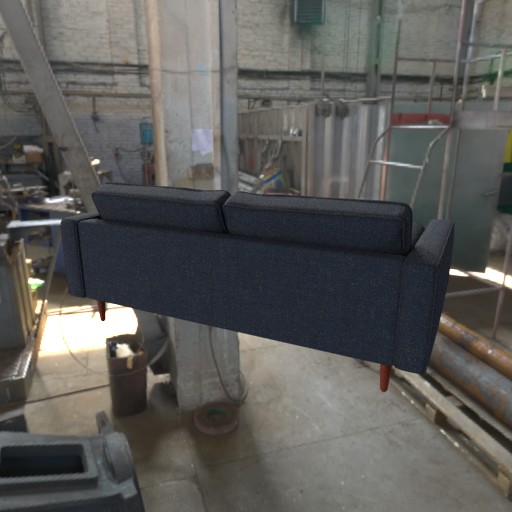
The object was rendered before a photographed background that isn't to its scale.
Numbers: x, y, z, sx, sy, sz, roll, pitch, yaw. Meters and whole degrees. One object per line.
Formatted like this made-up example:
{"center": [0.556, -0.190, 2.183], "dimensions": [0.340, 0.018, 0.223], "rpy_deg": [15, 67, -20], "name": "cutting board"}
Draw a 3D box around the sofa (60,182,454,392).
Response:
{"center": [0.000, 0.000, 2.367], "dimensions": [1.880, 0.762, 0.914], "rpy_deg": [8, 18, 26], "name": "sofa"}
